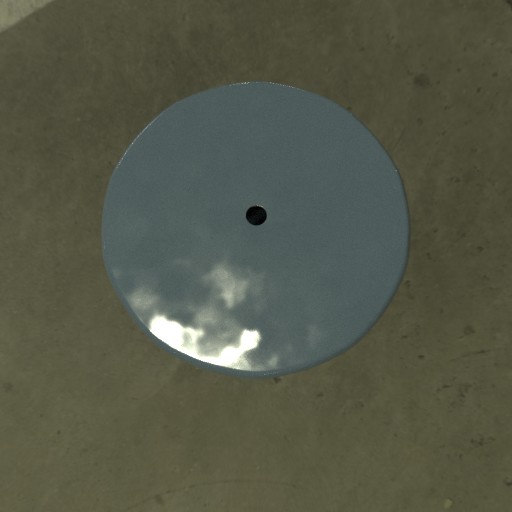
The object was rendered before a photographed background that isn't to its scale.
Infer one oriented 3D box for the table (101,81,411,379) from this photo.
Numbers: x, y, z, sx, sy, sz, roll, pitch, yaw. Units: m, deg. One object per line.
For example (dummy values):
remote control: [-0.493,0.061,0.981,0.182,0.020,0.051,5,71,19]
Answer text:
table: [0.000,0.000,0.678,0.352,0.387,0.352,0,76,0]
